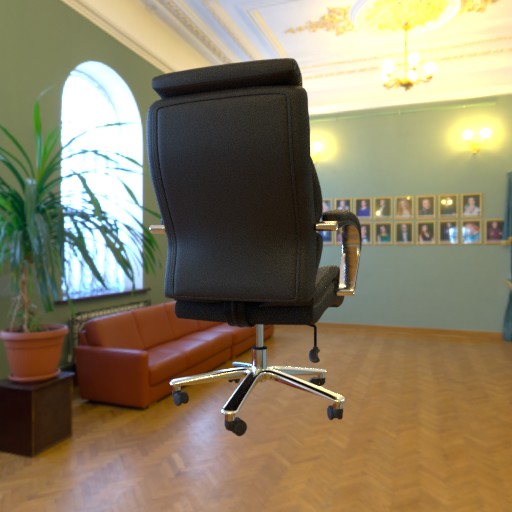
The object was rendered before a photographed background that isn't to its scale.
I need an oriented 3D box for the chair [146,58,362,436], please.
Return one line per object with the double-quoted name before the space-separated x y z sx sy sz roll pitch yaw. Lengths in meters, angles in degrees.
"chair" 0.000 0.000 1.717 0.755 1.183 0.790 0 0 18
